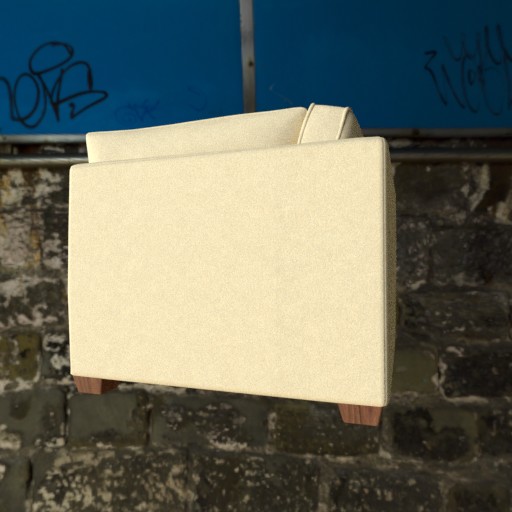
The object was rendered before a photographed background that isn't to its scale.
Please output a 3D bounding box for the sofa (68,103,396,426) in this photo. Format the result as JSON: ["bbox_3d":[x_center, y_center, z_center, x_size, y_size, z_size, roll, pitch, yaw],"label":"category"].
[{"bbox_3d":[0.000,0.000,1.925,1.146,1.002,1.084,0,-1,19],"label":"sofa"}]
